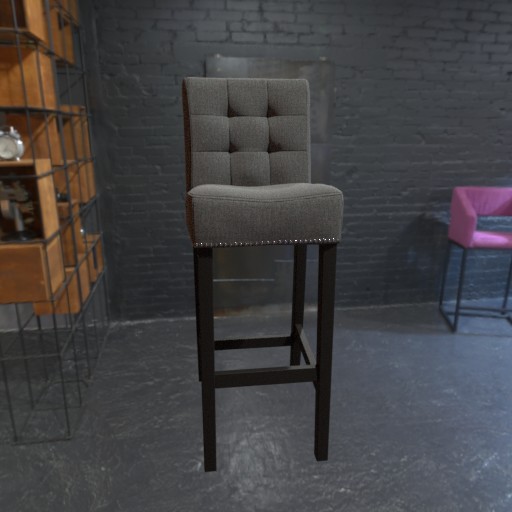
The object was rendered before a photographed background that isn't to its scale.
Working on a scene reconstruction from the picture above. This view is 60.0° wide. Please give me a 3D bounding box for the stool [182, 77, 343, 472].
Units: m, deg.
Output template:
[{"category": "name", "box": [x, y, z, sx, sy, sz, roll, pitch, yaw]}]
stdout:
[{"category": "stool", "box": [0.000, 0.000, 1.332, 0.411, 1.047, 0.548, -2, 16, -7]}]
